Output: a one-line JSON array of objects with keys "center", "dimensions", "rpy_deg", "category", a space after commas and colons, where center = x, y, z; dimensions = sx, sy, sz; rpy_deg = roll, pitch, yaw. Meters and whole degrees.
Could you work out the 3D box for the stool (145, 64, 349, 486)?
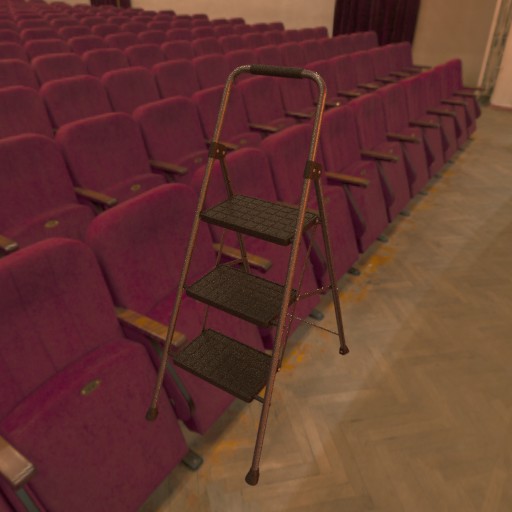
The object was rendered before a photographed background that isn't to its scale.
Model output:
[{"center": [0.000, 0.000, 1.440], "dimensions": [0.473, 1.121, 0.733], "rpy_deg": [18, 35, 29], "category": "stool"}]
